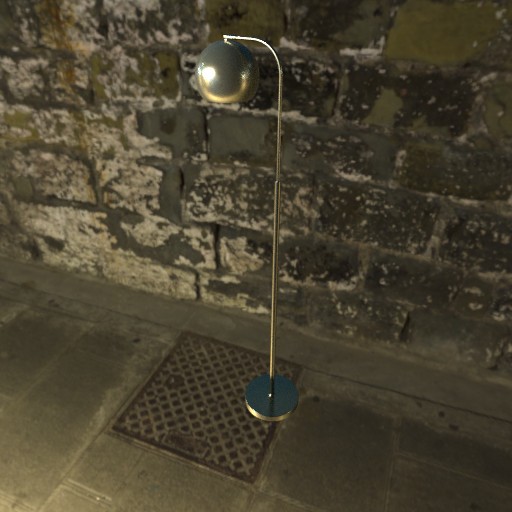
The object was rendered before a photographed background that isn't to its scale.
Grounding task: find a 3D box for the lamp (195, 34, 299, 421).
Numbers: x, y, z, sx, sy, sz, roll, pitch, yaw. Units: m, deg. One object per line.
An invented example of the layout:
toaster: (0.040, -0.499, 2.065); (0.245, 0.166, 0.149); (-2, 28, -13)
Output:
lamp: (0.000, 0.000, 1.710); (0.431, 1.526, 0.250); (21, 38, 29)
